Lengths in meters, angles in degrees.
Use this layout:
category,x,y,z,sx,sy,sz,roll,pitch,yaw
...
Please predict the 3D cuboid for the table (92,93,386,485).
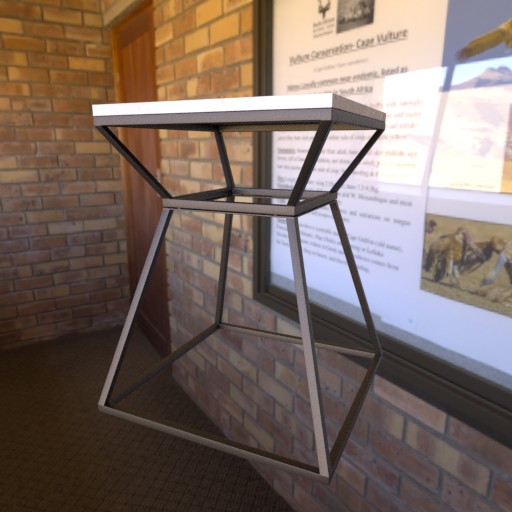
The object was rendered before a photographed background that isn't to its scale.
category,x,y,z,sx,sy,sz,roll,pitch,yaw
table,0.000,0.000,0.888,0.455,0.559,0.455,6,15,24
